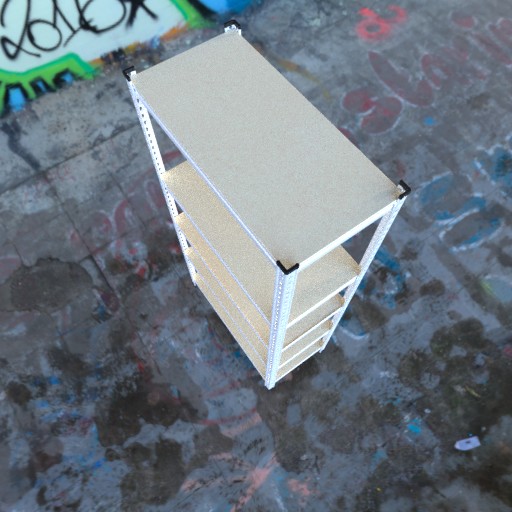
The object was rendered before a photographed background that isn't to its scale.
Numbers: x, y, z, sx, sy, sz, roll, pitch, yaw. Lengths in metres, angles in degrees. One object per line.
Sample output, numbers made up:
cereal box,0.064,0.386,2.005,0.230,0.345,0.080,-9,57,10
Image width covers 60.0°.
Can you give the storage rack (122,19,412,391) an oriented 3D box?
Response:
storage rack,0.000,0.000,2.196,0.457,1.829,0.914,-33,68,-15
